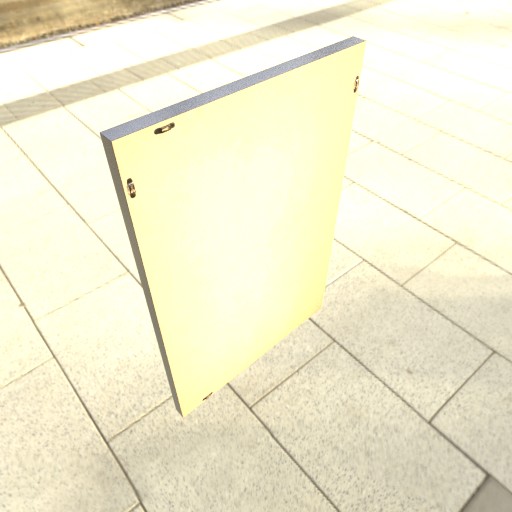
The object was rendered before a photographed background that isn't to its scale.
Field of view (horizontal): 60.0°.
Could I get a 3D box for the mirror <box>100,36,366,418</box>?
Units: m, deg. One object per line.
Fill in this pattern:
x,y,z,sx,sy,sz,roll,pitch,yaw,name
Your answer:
0.000,0.000,1.133,0.609,0.915,0.041,-33,54,-28,mirror
